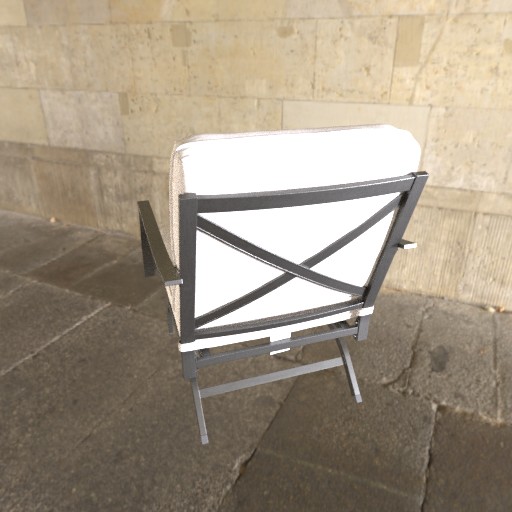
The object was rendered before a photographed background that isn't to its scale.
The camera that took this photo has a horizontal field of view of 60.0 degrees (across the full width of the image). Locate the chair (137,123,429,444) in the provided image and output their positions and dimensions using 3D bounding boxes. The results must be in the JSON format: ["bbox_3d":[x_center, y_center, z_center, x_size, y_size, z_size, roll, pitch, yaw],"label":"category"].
[{"bbox_3d":[0.000,0.000,1.397,0.650,0.860,0.787,-8,26,-17],"label":"chair"}]
